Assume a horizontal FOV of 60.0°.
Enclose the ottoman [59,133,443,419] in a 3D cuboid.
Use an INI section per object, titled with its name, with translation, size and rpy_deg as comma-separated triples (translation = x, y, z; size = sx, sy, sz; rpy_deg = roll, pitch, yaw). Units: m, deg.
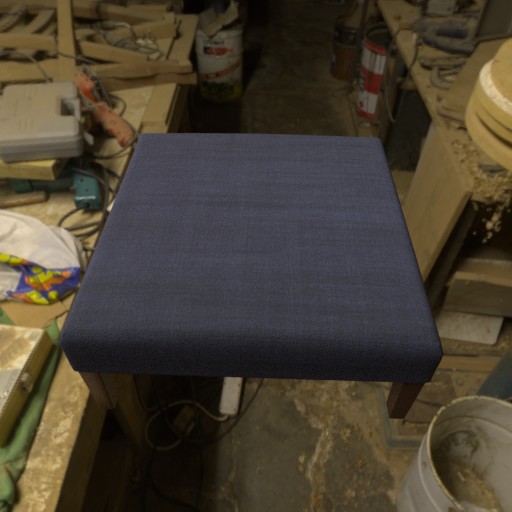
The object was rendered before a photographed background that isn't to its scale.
[ottoman]
translation = 0.000, 0.000, 1.418
size = 0.890, 0.411, 0.889
rpy_deg = 1, 46, 1
